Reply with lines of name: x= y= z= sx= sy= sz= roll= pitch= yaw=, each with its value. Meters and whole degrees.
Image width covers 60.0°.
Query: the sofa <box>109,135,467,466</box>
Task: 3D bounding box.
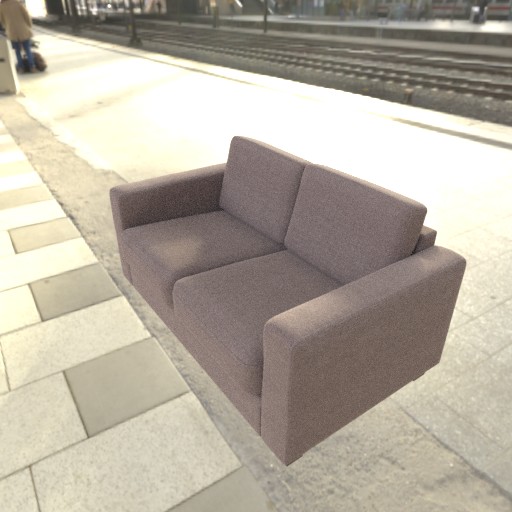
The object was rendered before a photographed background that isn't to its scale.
sofa: x=0.000 y=0.000 z=2.048 sx=0.900 sy=0.800 sz=1.520 roll=-19 pitch=35 yaw=-30
